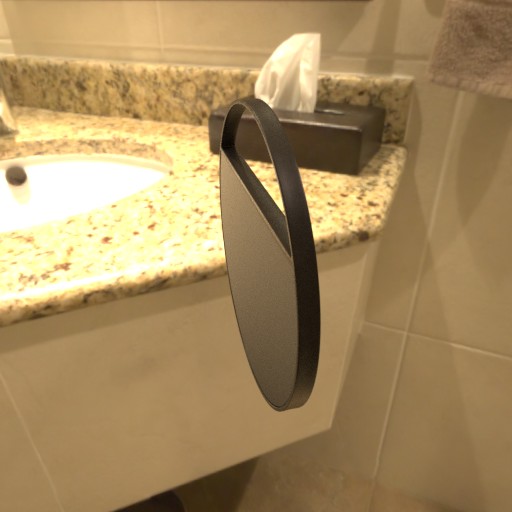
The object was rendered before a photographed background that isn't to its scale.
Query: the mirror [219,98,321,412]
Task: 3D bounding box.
[{"bbox_3d":[0.000,0.000,0.844,0.032,0.565,0.565,-8,32,-13],"label":"mirror"}]
